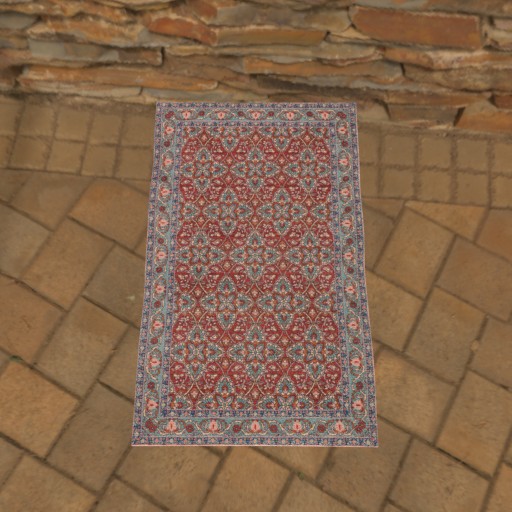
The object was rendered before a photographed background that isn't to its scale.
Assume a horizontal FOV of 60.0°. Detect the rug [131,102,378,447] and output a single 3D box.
[{"bbox_3d":[0.000,0.000,3.061,1.533,0.011,2.439,0,74,0],"label":"rug"}]
